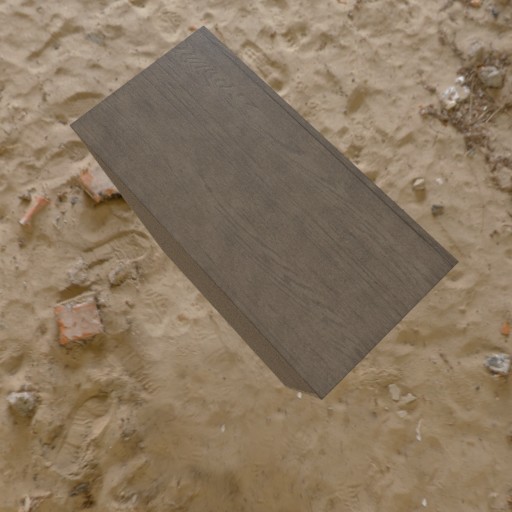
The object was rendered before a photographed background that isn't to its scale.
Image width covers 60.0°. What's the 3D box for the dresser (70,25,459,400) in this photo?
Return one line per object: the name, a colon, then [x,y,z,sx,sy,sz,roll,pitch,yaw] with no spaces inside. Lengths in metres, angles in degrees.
dresser: [0.000,0.000,1.774,0.483,1.295,0.967,-42,79,-10]
